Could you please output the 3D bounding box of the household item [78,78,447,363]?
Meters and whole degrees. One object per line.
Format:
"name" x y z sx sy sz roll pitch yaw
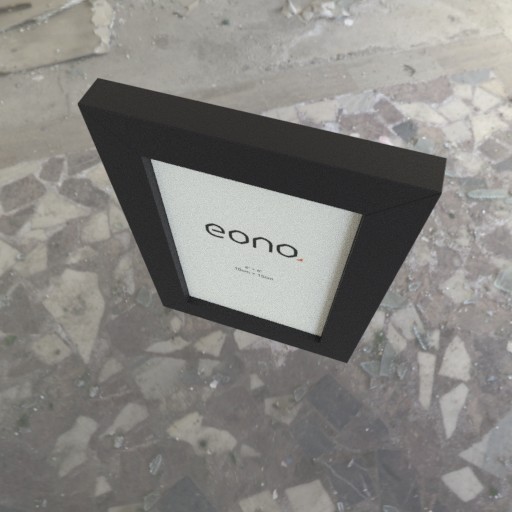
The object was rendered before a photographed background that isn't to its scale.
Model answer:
"household item" 0.000 0.000 0.233 0.133 0.178 0.022 16 60 9
